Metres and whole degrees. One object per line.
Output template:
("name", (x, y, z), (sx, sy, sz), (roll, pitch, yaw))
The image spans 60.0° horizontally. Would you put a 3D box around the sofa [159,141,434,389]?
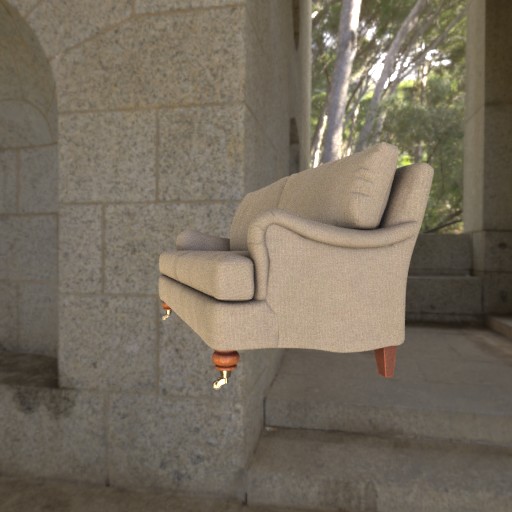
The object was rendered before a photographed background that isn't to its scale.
("sofa", (0.000, 0.000, 2.912), (1.069, 1.096, 2.193), (0, 1, -18))
